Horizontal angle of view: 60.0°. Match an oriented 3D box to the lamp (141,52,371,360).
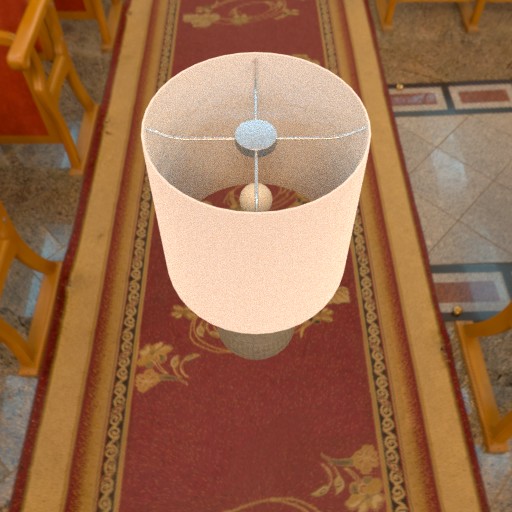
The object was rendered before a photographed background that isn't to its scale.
[{"bbox_3d":[0.000,0.000,0.475,0.186,0.369,0.186,0,59,0],"label":"lamp"}]
